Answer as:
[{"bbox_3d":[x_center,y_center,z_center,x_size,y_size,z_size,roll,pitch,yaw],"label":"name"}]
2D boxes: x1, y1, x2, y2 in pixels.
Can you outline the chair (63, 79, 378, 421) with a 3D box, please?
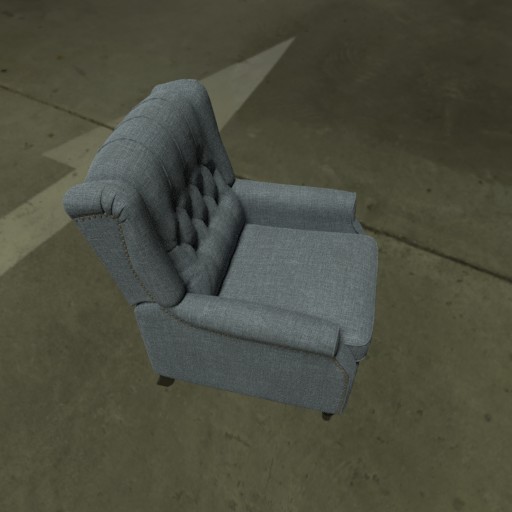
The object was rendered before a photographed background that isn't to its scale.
[{"bbox_3d":[0.000,0.000,1.617,0.898,1.035,0.742,10,48,9],"label":"chair"}]
